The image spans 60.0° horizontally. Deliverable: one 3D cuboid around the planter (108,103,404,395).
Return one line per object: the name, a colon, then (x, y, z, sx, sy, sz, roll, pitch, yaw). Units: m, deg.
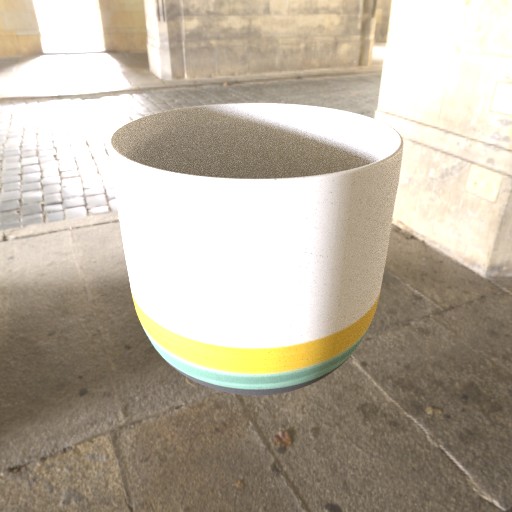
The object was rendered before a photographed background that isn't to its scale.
planter: (0.000, 0.000, 0.481, 0.268, 0.270, 0.268, 0, 30, 0)
